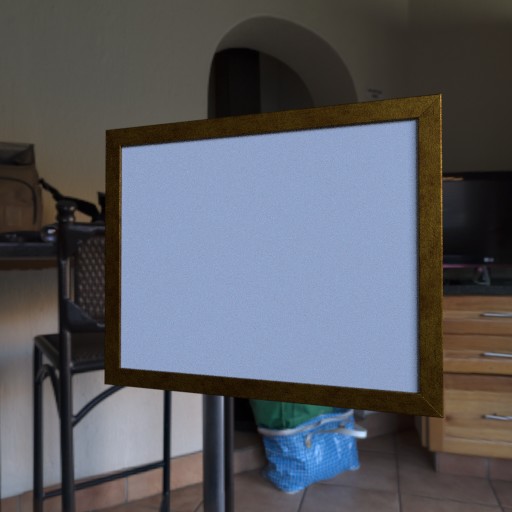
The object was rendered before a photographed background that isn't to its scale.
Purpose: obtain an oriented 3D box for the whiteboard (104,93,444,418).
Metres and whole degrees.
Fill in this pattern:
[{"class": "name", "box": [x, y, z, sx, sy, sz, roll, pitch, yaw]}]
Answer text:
[{"class": "whiteboard", "box": [0.000, 0.000, 0.724, 0.561, 0.457, 0.029, 0, -1, 18]}]
